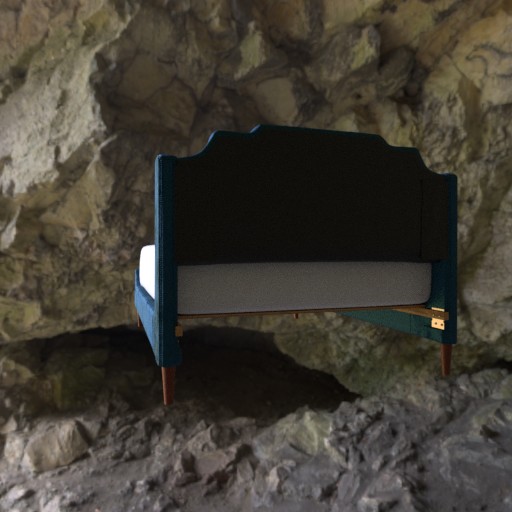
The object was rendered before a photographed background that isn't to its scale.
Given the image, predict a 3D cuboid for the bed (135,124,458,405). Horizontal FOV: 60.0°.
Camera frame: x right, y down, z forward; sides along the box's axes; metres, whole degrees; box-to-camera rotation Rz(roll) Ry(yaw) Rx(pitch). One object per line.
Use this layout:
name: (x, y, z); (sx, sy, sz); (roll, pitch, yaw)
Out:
bed: (0.000, 0.000, 3.357); (1.678, 1.338, 2.322); (0, 1, -18)
